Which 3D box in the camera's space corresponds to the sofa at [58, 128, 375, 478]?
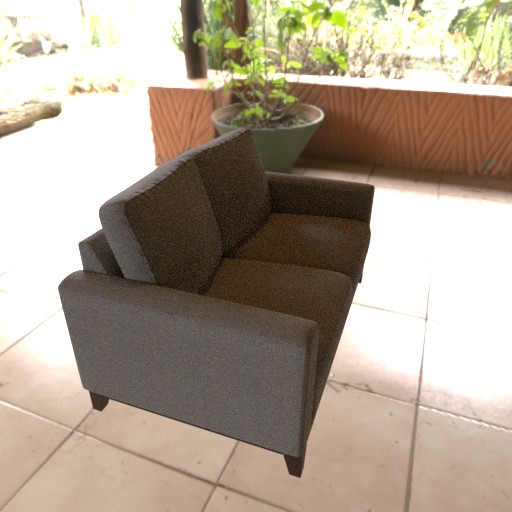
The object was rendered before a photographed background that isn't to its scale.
[{"bbox_3d":[0.000,0.000,2.010,0.917,0.873,1.420,10,30,18],"label":"sofa"}]
